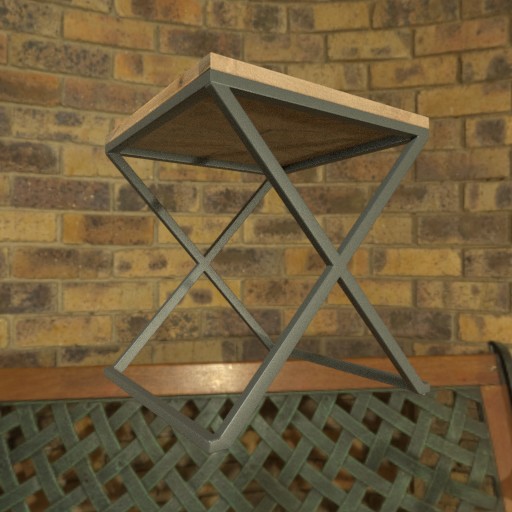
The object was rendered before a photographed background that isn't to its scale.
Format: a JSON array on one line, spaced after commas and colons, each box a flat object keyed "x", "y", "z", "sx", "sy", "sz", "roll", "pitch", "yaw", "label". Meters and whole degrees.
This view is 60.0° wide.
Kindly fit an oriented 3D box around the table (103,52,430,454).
[{"x": 0.000, "y": 0.000, "z": 0.943, "sx": 0.498, "sy": 0.550, "sz": 0.499, "roll": 0, "pitch": -1, "yaw": -35, "label": "table"}]
